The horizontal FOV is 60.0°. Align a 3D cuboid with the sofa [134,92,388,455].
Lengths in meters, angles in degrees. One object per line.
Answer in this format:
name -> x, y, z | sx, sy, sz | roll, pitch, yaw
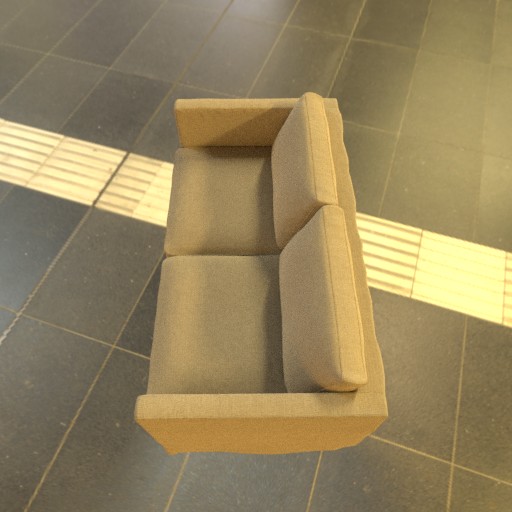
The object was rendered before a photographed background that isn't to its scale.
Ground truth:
sofa -> 0.000, 0.000, 2.276 | 0.956, 0.828, 1.766 | -1, 58, 0
